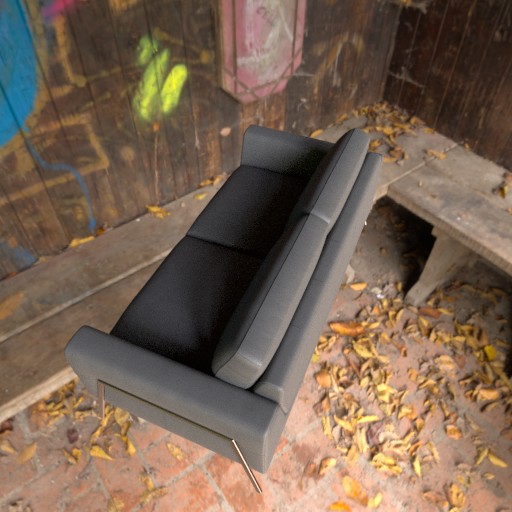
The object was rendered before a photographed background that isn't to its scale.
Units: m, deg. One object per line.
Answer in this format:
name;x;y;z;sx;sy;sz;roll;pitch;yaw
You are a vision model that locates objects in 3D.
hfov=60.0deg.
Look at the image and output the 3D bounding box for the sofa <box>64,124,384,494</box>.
sofa;0.000;0.000;2.504;0.953;0.875;2.017;18;50;16
